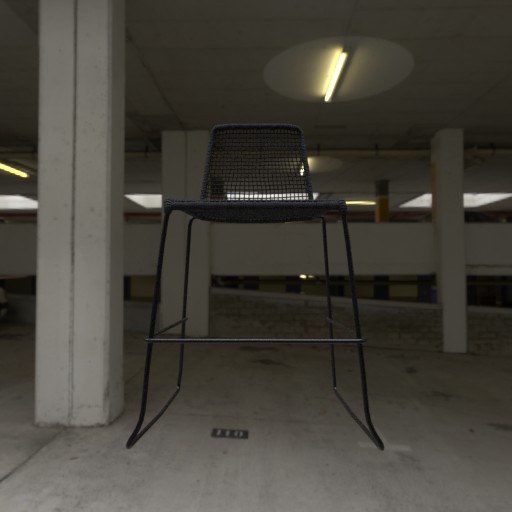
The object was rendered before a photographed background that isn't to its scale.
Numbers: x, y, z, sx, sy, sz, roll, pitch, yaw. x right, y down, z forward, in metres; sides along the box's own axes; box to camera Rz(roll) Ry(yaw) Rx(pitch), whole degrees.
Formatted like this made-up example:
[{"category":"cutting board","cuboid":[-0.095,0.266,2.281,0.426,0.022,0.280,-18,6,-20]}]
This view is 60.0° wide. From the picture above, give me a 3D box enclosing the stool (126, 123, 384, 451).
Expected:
[{"category":"stool","cuboid":[0.000,0.000,1.257,0.590,0.905,0.509,0,-1,1]}]
